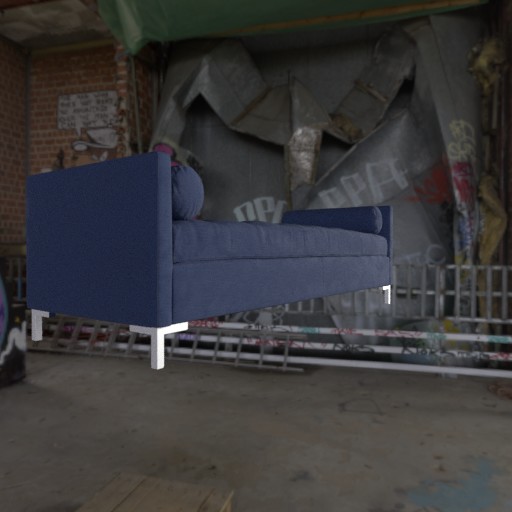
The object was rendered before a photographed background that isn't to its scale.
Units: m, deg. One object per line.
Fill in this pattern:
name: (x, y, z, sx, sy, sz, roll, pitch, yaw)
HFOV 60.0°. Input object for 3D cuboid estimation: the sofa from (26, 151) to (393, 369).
sofa: (0.000, 0.000, 2.377, 0.797, 0.657, 2.102, 1, 1, 36)
